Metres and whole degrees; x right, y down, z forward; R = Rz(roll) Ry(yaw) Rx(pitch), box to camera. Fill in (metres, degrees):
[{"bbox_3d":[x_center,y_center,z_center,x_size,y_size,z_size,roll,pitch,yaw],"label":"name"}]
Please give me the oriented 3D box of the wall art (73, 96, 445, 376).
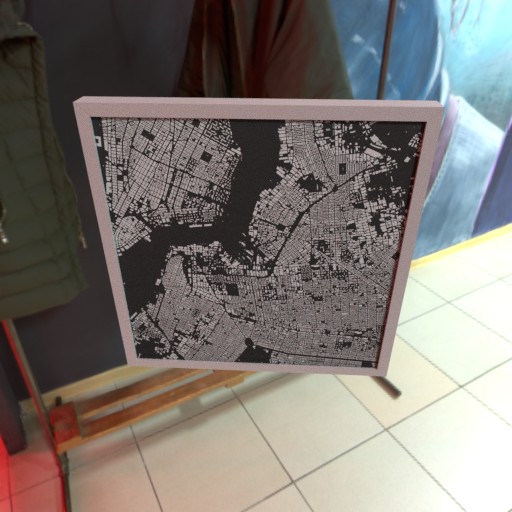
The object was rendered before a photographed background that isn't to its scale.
[{"bbox_3d":[0.000,0.000,0.750,0.506,0.506,0.038,2,32,3],"label":"wall art"}]
